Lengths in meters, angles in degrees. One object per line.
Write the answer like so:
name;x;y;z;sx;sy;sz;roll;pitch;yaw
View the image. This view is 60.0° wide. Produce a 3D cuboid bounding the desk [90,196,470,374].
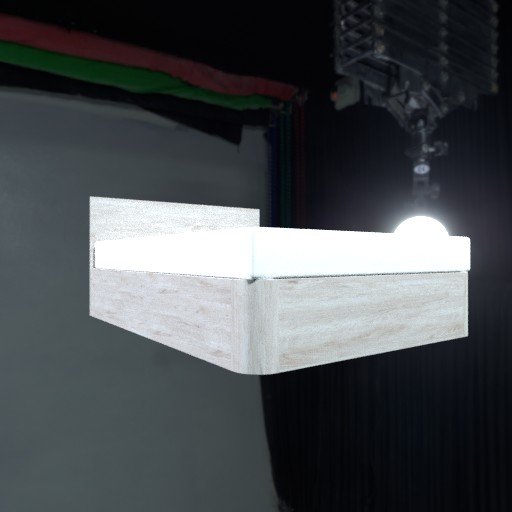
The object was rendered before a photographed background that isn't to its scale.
desk;0.000;0.000;2.622;1.400;0.800;1.900;0;0;-35
